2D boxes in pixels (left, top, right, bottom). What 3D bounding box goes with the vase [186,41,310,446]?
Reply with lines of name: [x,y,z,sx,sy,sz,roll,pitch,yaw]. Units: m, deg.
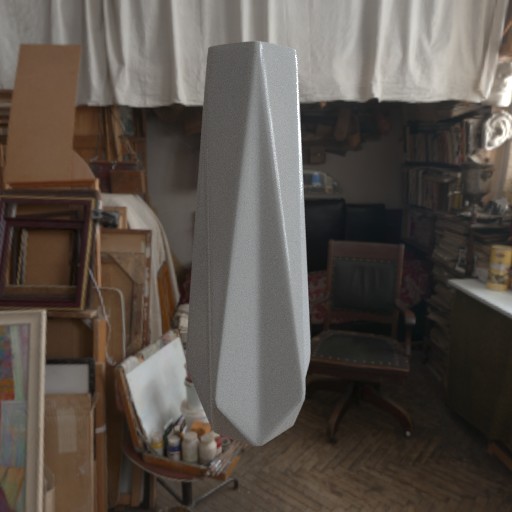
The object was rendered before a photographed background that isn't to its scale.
vase: [0.000,0.000,0.383,0.122,0.329,0.116,-13,19,-42]
